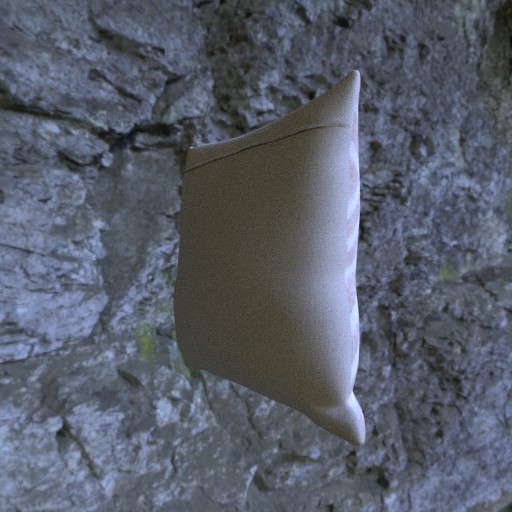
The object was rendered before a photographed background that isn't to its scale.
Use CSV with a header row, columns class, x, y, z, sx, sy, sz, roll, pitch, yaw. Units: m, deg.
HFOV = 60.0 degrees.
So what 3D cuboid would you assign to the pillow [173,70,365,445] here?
class,x,y,z,sx,sy,sz,roll,pitch,yaw
pillow,0.000,0.000,0.691,0.182,0.441,0.440,0,0,-36
